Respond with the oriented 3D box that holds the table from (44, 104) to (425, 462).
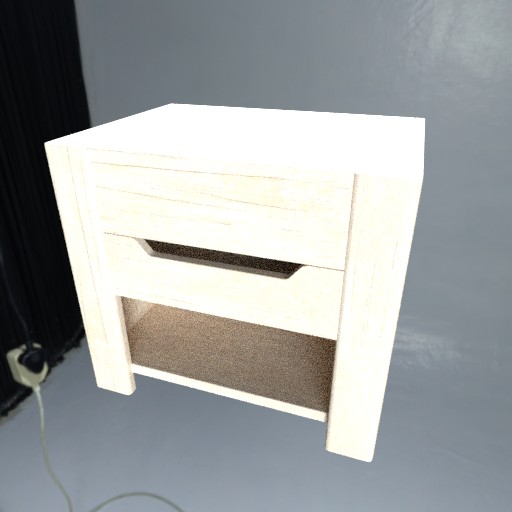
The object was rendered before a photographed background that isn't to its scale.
[{"bbox_3d":[0.000,0.000,0.909,0.570,0.510,0.420,9,29,17],"label":"table"}]
